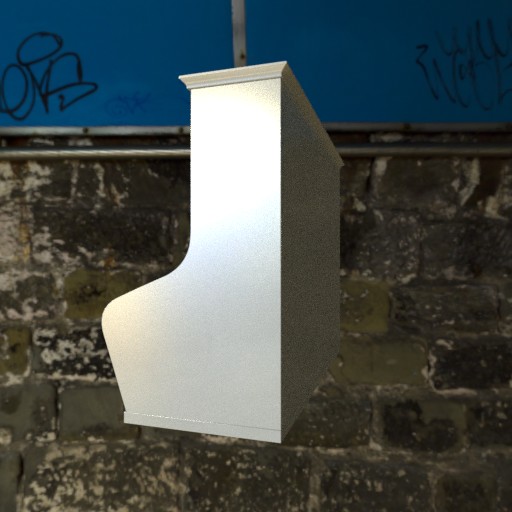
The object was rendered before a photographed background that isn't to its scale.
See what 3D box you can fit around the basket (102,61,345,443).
[{"bbox_3d":[0.000,0.000,1.111,0.350,0.600,0.780,0,0,18],"label":"basket"}]
